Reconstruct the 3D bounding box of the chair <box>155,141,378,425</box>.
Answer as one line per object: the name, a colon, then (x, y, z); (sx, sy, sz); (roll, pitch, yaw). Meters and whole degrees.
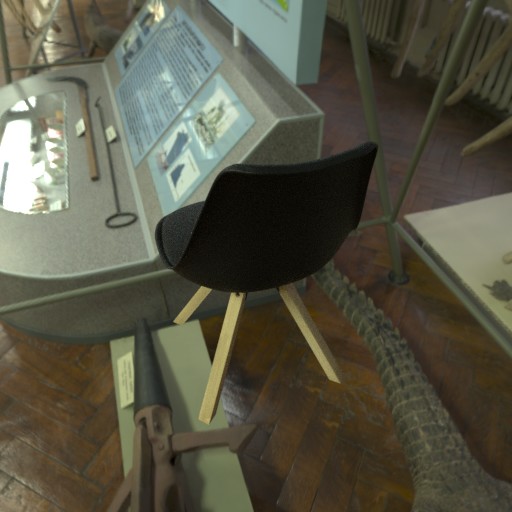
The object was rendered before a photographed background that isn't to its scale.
chair: (0.000, 0.000, 1.160); (0.485, 0.850, 0.549); (-13, 43, -14)
